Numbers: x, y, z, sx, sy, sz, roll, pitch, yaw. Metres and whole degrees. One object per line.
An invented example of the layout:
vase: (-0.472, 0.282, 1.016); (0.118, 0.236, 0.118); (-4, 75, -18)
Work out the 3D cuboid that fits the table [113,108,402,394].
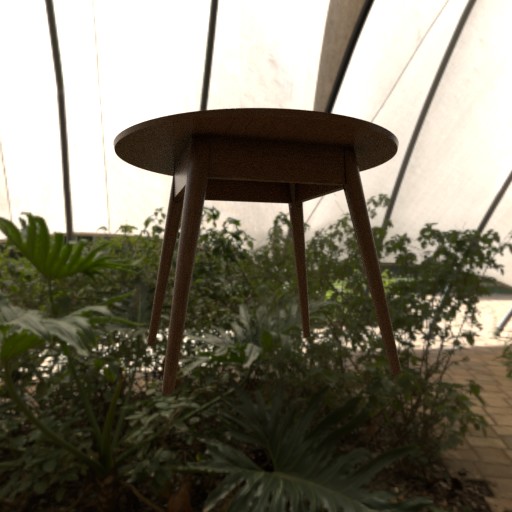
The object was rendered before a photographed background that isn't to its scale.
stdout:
table: (0.000, 0.000, 1.712); (1.053, 0.786, 1.053); (0, 0, 0)
